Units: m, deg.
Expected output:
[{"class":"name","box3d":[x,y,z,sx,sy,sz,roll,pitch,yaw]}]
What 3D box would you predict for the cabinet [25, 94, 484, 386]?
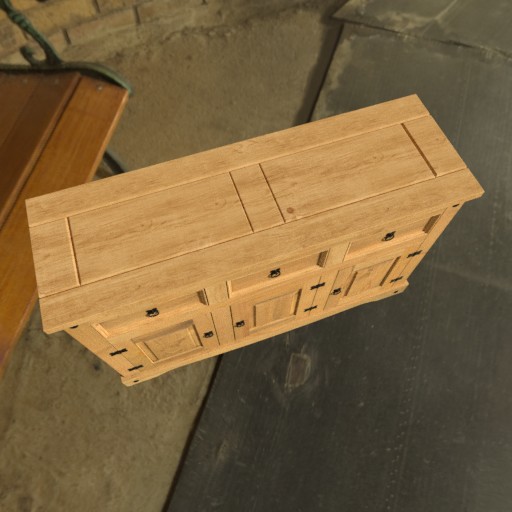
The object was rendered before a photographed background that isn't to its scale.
[{"class":"cabinet","box3d":[0.000,0.000,1.702,1.321,0.810,0.432,-17,65,-9]}]
